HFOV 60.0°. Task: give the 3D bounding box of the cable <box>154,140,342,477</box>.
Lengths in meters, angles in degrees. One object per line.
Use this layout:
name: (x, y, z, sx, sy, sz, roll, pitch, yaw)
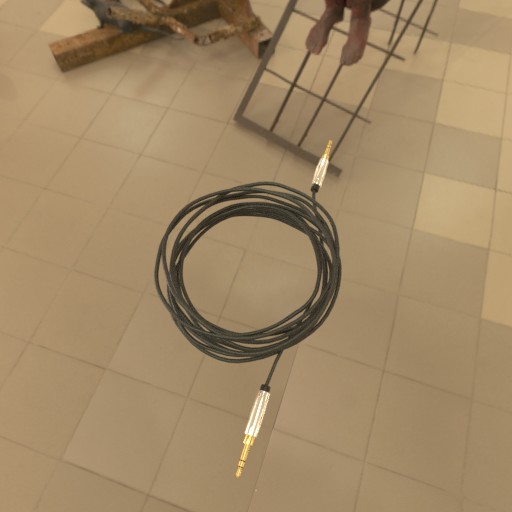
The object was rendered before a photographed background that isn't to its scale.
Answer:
cable: (0.000, 0.000, 0.497, 0.198, 0.069, 0.432, 16, 63, 8)
